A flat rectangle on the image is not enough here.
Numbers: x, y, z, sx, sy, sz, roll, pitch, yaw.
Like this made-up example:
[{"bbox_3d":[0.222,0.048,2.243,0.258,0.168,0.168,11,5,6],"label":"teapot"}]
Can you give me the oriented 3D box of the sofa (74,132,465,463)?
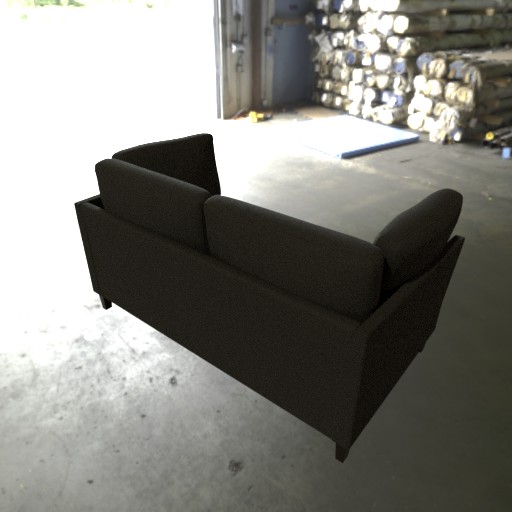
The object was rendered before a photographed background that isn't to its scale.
[{"bbox_3d":[0.000,0.000,2.312,1.751,0.920,0.969,22,37,33],"label":"sofa"}]
